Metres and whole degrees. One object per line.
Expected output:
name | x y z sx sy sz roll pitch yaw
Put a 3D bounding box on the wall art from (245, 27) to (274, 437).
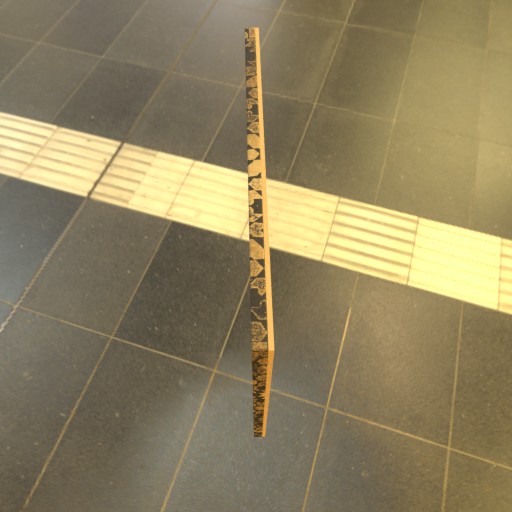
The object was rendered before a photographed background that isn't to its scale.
wall art | 0.000 0.000 1.371 0.038 0.914 0.914 -1 59 -1
